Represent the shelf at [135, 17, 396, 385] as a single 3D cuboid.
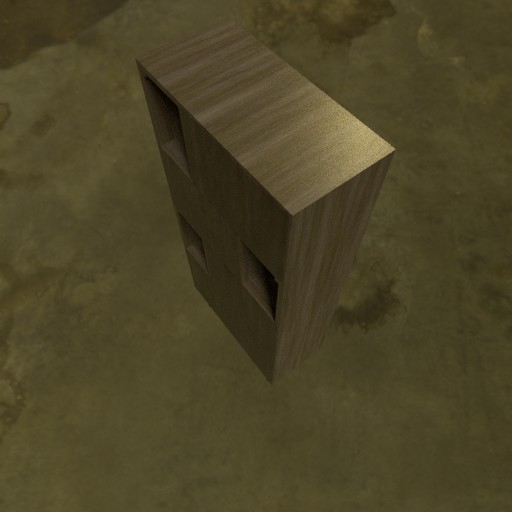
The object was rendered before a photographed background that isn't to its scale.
[{"bbox_3d":[0.000,0.000,1.787,0.323,1.545,0.670,-33,65,-18],"label":"shelf"}]
